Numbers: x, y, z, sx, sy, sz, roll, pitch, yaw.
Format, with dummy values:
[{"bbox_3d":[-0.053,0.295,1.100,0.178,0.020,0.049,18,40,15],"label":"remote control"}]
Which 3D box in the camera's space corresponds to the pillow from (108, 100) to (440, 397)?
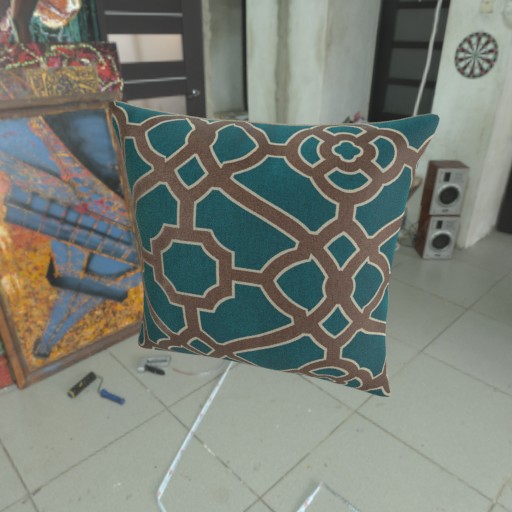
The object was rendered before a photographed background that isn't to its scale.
[{"bbox_3d":[0.000,0.000,0.786,0.526,0.507,0.166,8,28,15],"label":"pillow"}]
